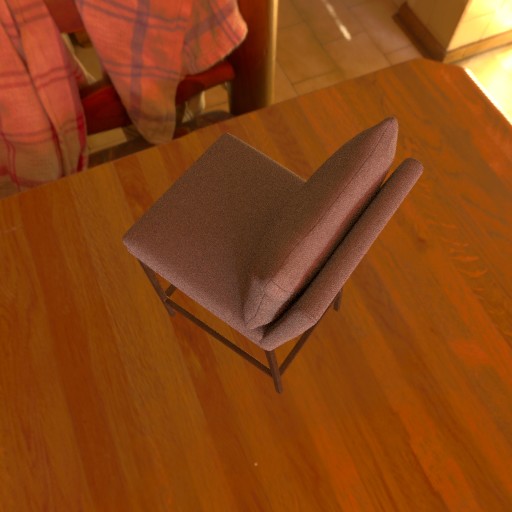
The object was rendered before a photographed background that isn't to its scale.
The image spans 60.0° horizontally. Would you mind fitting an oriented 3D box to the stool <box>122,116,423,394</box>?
[{"bbox_3d":[0.000,0.000,1.318,0.569,1.031,0.463,34,69,15],"label":"stool"}]
